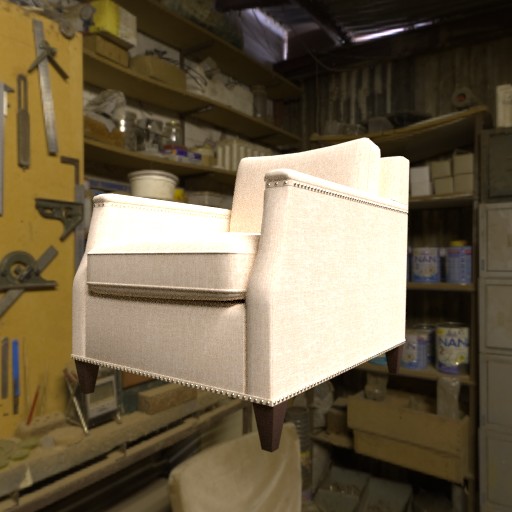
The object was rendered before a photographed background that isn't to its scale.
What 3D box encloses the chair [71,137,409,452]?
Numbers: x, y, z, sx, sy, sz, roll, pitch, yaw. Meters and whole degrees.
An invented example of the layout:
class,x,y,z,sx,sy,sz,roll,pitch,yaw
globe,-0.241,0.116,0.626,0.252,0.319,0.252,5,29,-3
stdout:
class,x,y,z,sx,sy,sz,roll,pitch,yaw
chair,0.000,0.000,1.676,0.838,0.940,1.041,0,0,36
